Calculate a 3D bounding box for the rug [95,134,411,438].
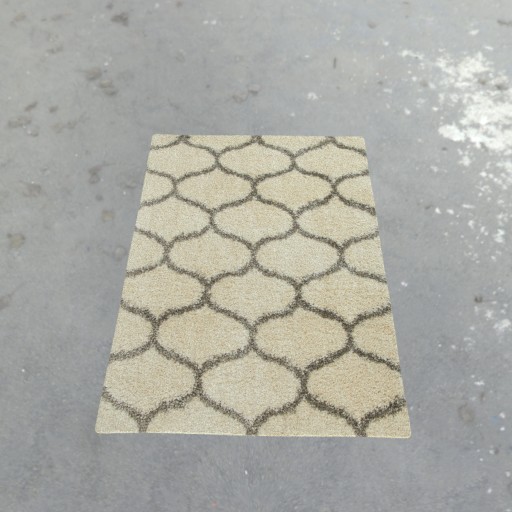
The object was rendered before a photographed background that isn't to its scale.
[{"bbox_3d":[0.000,0.000,2.097,1.200,0.025,1.600,1,58,0],"label":"rug"}]
